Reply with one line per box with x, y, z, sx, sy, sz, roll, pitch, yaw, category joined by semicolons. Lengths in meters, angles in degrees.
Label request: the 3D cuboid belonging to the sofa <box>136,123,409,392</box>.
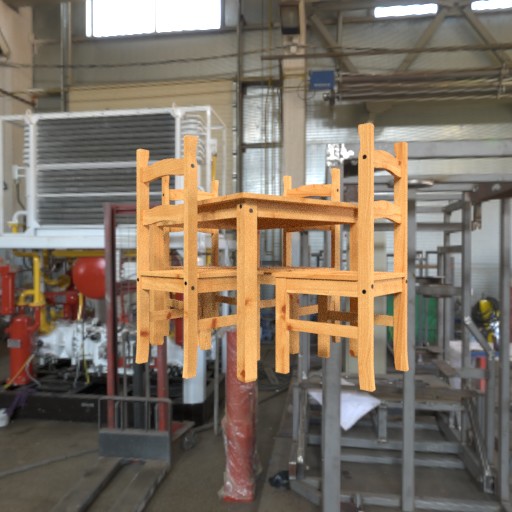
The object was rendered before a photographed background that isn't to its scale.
0.000;0.000;2.273;1.144;1.000;1.529;0;1;-37;sofa
